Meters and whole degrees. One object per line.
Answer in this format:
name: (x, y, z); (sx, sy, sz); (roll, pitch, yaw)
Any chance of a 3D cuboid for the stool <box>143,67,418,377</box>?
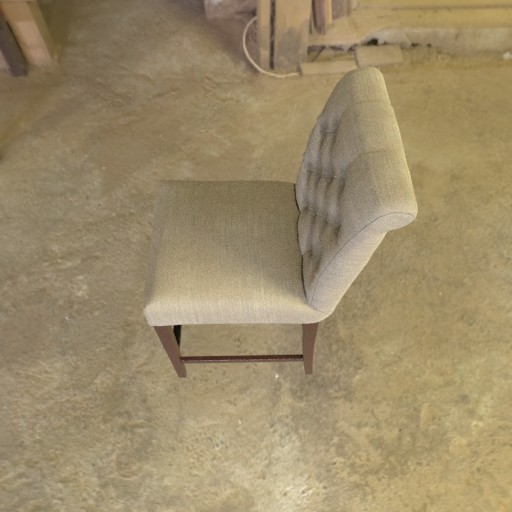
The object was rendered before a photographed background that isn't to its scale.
stool: (0.000, 0.000, 1.441); (0.660, 1.084, 0.486); (-1, 58, -1)
